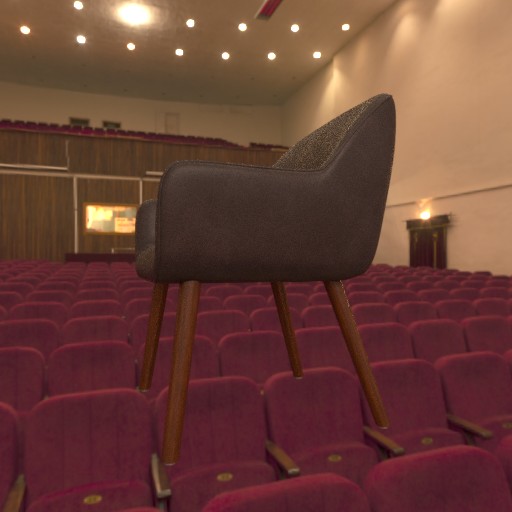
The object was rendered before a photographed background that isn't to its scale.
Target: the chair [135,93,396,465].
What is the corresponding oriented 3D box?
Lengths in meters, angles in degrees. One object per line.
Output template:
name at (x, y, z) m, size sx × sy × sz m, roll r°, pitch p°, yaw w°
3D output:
chair at (0.000, 0.000, 1.219) m, size 0.610 × 0.828 × 0.610 m, roll 0°, pitch -1°, yaw -19°
